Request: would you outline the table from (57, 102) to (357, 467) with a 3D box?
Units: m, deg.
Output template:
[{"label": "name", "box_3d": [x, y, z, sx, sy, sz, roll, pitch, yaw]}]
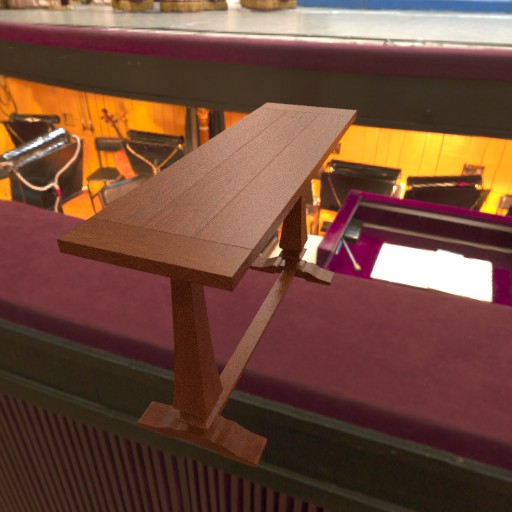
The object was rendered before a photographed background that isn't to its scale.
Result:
[{"label": "table", "box_3d": [0.000, 0.000, 1.785, 0.461, 0.852, 1.478, 11, 33, 18]}]
